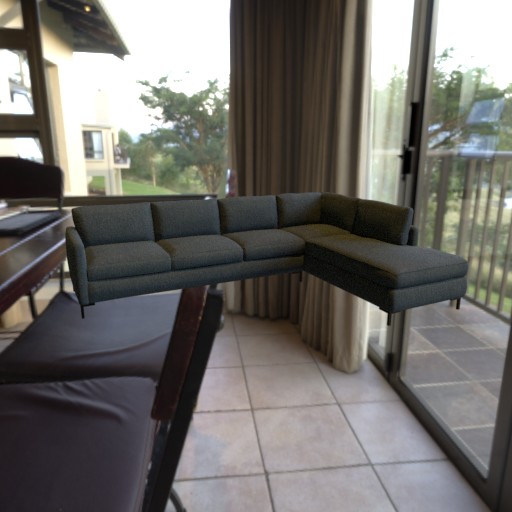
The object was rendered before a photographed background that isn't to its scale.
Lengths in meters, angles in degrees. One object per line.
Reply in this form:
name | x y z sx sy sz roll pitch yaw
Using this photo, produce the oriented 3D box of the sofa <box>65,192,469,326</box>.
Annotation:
sofa | 0.000 0.000 3.845 2.949 0.815 2.007 -7 16 -25
